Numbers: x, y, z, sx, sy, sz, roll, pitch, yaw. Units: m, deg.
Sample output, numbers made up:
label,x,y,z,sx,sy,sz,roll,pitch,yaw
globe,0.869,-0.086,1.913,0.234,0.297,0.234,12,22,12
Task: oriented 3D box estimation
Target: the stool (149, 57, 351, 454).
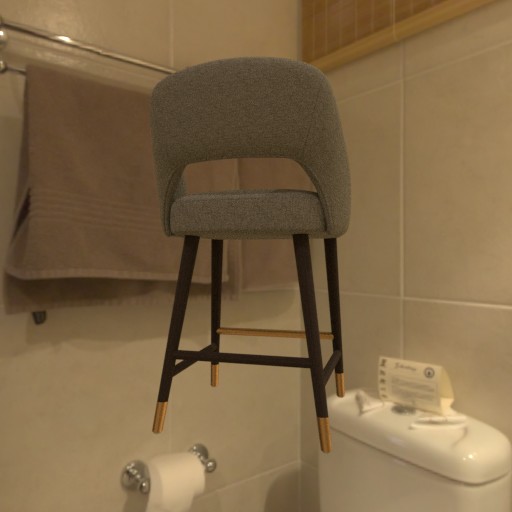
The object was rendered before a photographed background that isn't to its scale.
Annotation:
label,x,y,z,sx,sy,sz,roll,pitch,yaw
stool,0.000,0.000,1.271,0.536,0.925,0.524,0,0,15
